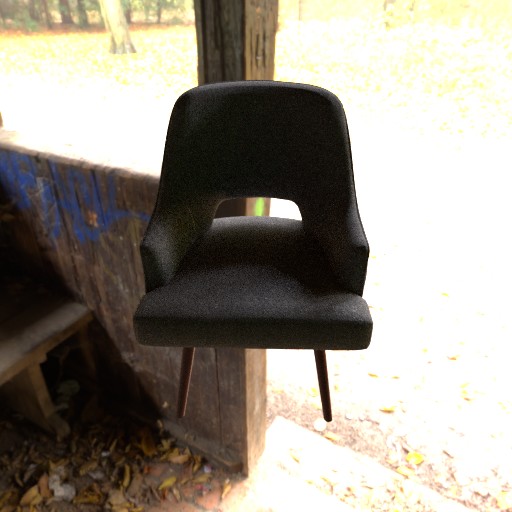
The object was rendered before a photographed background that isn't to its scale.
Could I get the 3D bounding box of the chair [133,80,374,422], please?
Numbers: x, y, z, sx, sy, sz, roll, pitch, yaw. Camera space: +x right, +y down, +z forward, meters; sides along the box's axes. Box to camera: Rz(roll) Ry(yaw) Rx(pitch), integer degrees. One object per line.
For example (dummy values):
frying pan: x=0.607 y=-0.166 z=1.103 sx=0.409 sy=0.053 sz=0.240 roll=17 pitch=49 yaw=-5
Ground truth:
chair: x=0.000 y=0.000 z=1.304 sx=0.608 sy=0.875 sz=0.629 roll=1 pitch=31 yaw=2
